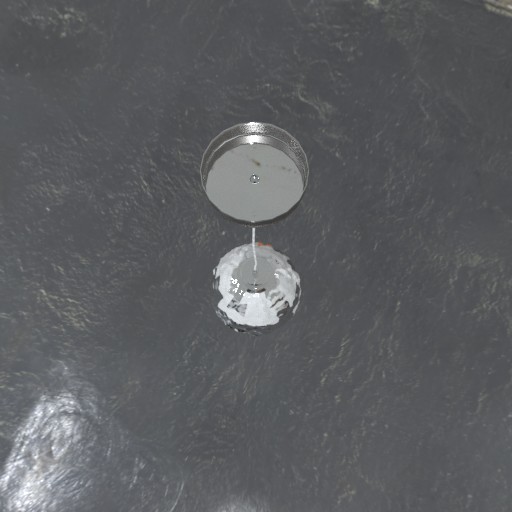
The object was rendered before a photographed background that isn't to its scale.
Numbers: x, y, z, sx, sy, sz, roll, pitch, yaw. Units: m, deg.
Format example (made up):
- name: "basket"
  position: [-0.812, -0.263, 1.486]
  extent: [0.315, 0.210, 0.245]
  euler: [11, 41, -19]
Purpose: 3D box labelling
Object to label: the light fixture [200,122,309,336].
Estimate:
- name: "light fixture"
  position: [0.000, 0.000, 1.756]
  extent: [0.500, 1.511, 0.496]
  euler: [0, 75, 0]
